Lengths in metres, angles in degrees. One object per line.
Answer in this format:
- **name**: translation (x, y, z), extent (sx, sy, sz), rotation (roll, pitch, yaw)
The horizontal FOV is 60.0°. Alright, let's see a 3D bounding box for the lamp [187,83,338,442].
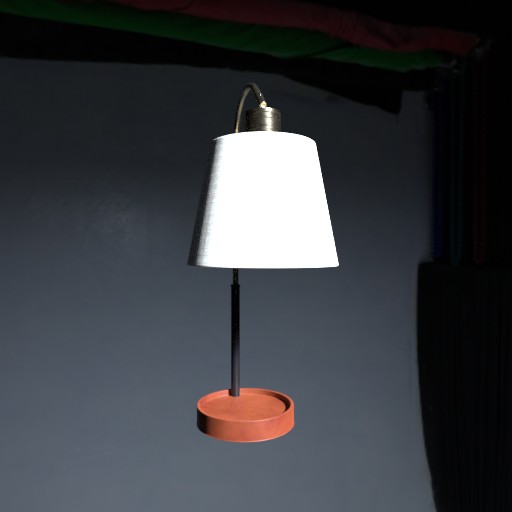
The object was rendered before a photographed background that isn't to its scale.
- **lamp**: translation (0.000, 0.000, 0.657), extent (0.211, 0.536, 0.273), rotation (0, 1, -17)
